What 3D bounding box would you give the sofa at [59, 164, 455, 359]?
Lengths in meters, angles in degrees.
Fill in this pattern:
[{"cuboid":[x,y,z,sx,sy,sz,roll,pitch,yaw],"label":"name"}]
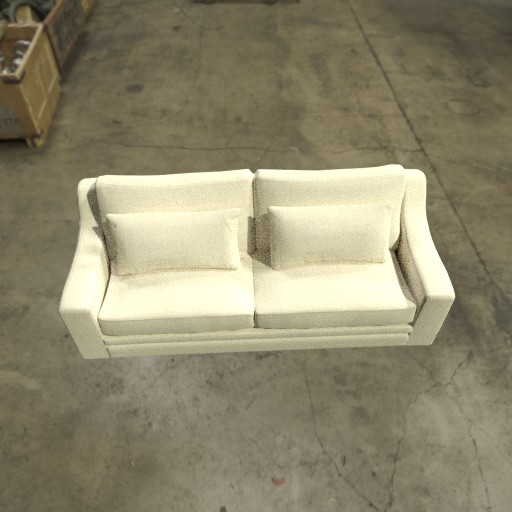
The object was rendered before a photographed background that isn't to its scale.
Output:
[{"cuboid":[0.000,0.000,3.097,2.470,1.022,1.009,-2,47,-2],"label":"sofa"}]
